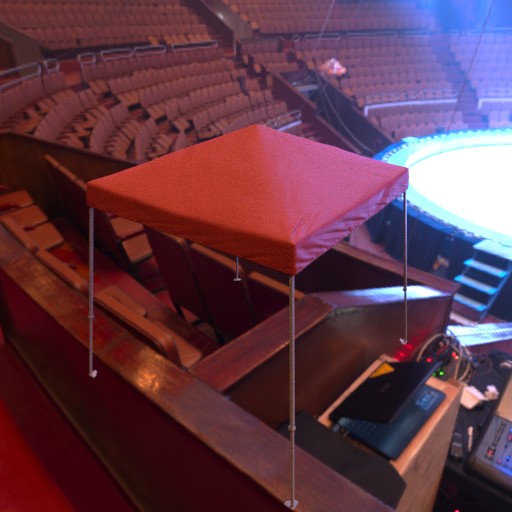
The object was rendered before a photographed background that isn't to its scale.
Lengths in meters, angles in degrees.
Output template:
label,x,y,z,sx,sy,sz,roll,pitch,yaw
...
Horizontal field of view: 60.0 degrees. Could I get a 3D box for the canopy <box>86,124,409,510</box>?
label,x,y,z,sx,sy,sz,roll,pitch,yaw
canopy,0.000,0.000,6.203,3.599,3.600,3.600,18,32,32
